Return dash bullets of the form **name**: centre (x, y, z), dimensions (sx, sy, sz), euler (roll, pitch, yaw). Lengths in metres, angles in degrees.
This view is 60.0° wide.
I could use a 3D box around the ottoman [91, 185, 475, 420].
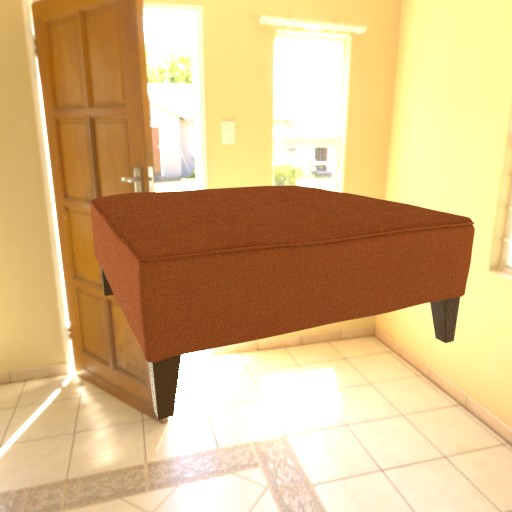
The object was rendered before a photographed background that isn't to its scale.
- **ottoman**: centre (0.000, 0.000, 1.567), dimensions (0.999, 0.438, 0.997), euler (-7, 17, -25)
